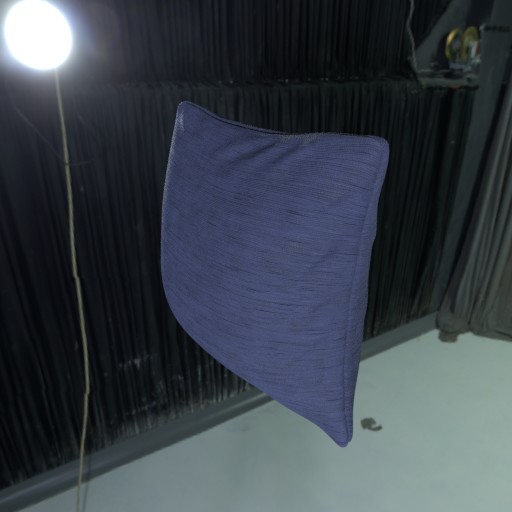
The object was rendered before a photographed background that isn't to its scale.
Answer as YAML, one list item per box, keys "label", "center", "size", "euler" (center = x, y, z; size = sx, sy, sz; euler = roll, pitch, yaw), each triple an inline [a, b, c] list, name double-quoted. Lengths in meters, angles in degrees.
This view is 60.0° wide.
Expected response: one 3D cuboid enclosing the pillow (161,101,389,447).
- label: "pillow"
  center: [0.000, 0.000, 0.672]
  size: [0.246, 0.414, 0.432]
  euler: [-17, 30, -32]
